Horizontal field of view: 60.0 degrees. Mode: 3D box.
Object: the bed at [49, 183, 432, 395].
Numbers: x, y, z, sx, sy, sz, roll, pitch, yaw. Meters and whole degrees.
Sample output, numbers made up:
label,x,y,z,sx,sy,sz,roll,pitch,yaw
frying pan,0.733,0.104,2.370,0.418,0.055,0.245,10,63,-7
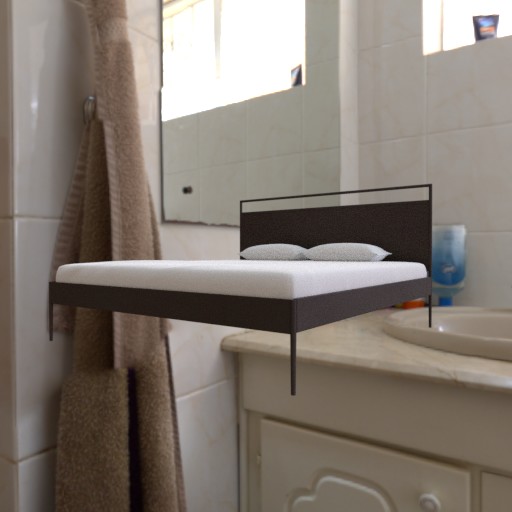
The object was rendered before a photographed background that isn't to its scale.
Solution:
label,x,y,z,sx,sy,sz,roll,pitch,yaw
bed,0.000,0.000,3.344,1.993,1.173,2.151,0,1,36
